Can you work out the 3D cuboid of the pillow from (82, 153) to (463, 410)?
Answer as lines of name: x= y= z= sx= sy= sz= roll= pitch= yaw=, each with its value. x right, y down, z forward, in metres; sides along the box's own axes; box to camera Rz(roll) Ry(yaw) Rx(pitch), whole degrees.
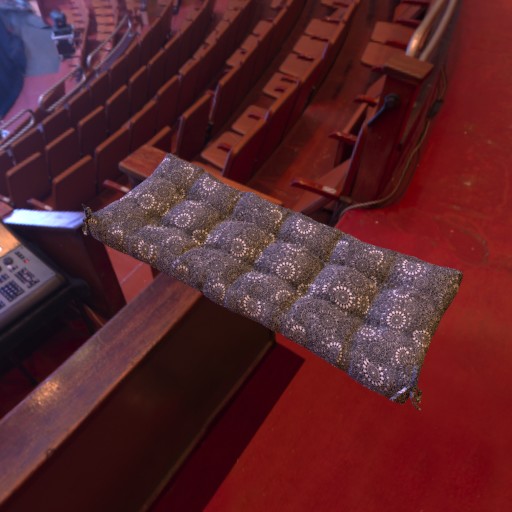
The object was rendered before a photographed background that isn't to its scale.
pillow: x=0.000 y=0.000 z=1.382 sx=1.194 sy=0.174 sz=0.511 roll=25 pitch=52 yaw=21
